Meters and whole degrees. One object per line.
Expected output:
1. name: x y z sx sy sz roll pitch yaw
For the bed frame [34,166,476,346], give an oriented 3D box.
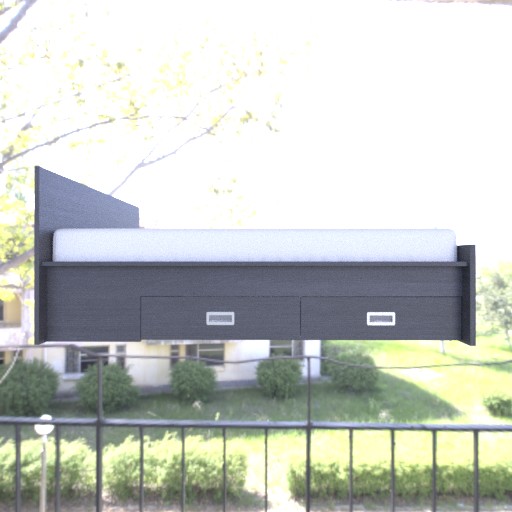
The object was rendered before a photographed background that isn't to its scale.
1. bed frame: 0.000 0.000 2.778 1.960 0.800 1.622 0 0 1
